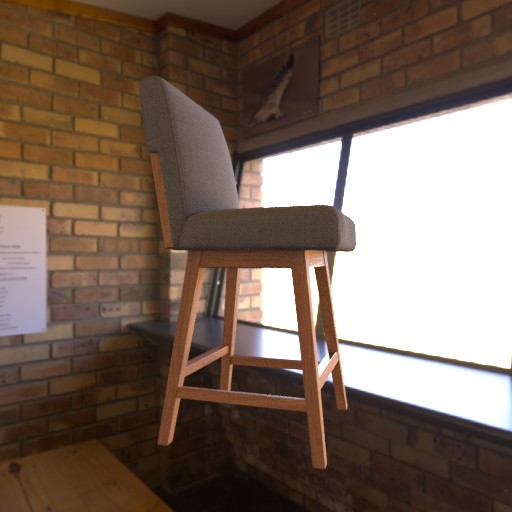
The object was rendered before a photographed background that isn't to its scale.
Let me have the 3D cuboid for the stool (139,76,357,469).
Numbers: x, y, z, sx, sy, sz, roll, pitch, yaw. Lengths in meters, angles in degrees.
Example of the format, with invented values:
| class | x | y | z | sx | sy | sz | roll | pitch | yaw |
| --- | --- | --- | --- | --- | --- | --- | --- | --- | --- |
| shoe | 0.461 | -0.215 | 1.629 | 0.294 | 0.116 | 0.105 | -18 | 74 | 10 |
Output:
| class | x | y | z | sx | sy | sz | roll | pitch | yaw |
| --- | --- | --- | --- | --- | --- | --- | --- | --- | --- |
| stool | 0.000 | 0.000 | 1.349 | 0.570 | 1.019 | 0.459 | 0 | 0 | 18 |
